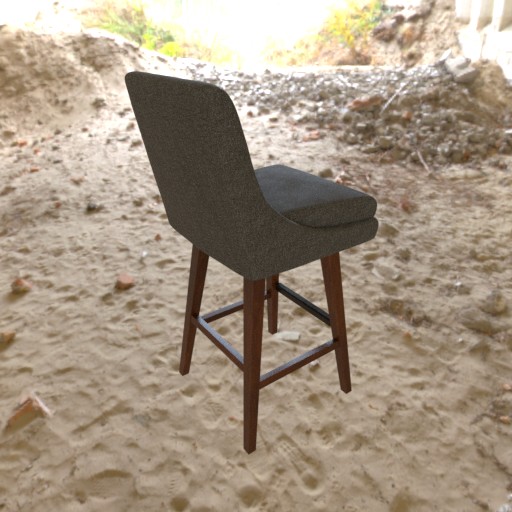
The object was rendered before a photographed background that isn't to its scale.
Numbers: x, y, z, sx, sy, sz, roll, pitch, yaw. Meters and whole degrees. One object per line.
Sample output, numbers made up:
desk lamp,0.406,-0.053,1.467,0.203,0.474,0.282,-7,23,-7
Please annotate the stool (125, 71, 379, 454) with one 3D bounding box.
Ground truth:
stool,0.000,0.000,1.379,0.572,1.068,0.489,-18,32,-32
